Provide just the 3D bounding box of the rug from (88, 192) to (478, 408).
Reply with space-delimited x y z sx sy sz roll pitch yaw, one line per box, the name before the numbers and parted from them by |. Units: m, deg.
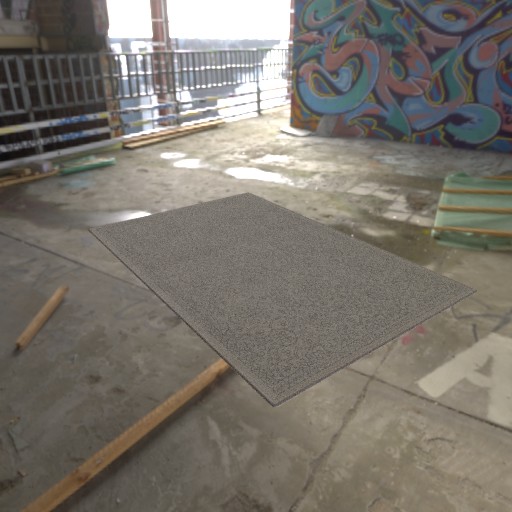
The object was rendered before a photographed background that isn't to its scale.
rug | 0.000 0.000 2.392 1.219 0.010 1.829 -18 31 -32
